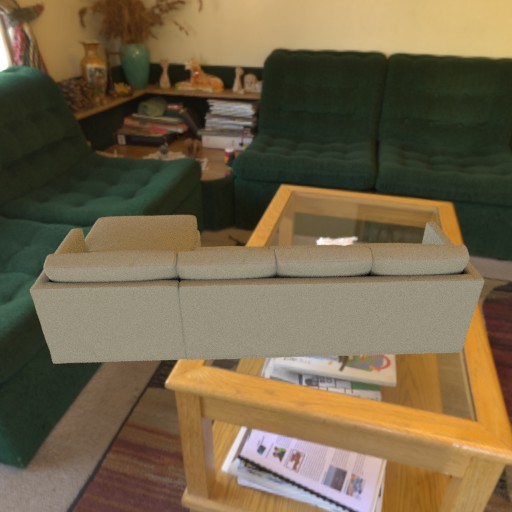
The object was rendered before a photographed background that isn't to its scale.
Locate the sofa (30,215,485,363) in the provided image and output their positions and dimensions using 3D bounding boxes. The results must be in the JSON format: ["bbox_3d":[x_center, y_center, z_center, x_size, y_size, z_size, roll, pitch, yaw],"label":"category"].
[{"bbox_3d":[0.000,0.000,3.881,3.177,0.867,1.622,-1,31,-2],"label":"sofa"}]
